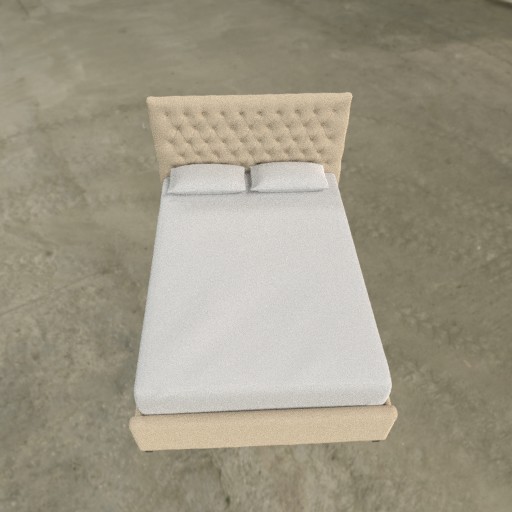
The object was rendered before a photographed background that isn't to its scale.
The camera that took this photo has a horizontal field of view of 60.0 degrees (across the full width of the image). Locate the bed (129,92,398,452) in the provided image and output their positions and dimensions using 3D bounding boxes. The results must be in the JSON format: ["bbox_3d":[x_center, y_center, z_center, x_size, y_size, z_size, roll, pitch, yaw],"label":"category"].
[{"bbox_3d":[0.000,0.000,3.364,1.698,1.427,2.387,-2,47,-2],"label":"bed"}]
